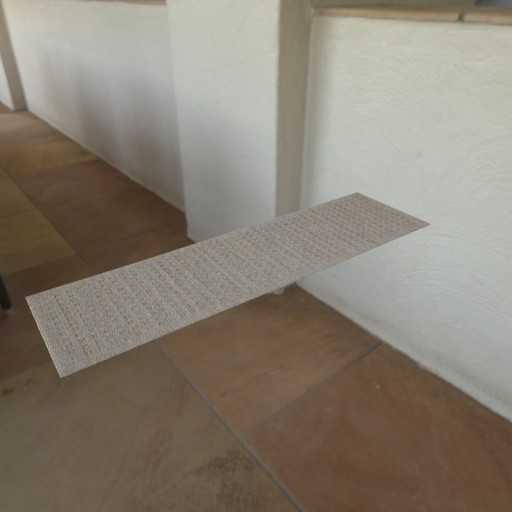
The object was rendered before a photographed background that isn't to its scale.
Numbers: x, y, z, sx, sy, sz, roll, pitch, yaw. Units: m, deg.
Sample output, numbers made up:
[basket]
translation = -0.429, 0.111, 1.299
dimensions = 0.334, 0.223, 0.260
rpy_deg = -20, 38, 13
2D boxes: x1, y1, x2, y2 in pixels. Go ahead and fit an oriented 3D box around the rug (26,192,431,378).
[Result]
[rug]
translation = 0.000, 0.000, 2.658
dimensions = 2.437, 0.005, 0.688
rpy_deg = -20, 36, -30
